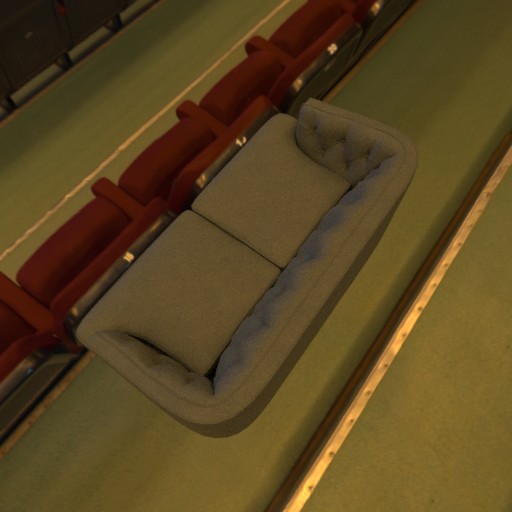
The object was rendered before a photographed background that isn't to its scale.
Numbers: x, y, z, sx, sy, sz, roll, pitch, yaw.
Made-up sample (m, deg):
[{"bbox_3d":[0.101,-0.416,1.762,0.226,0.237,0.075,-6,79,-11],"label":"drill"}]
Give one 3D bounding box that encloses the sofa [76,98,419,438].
[{"bbox_3d":[0.000,0.000,2.312,0.941,0.855,1.733,33,69,15],"label":"sofa"}]
